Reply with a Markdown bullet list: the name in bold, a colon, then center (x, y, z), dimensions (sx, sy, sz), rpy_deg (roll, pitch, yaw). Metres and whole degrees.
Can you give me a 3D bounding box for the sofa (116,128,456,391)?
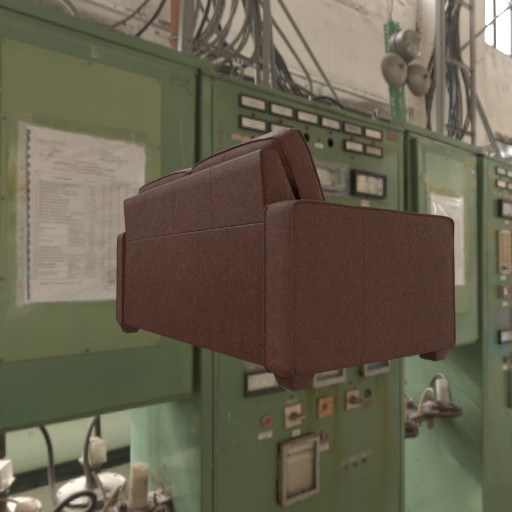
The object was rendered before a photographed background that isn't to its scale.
- **sofa**: center (0.000, 0.000, 2.326), dimensions (0.947, 0.918, 1.709), rpy_deg (1, -2, -35)
